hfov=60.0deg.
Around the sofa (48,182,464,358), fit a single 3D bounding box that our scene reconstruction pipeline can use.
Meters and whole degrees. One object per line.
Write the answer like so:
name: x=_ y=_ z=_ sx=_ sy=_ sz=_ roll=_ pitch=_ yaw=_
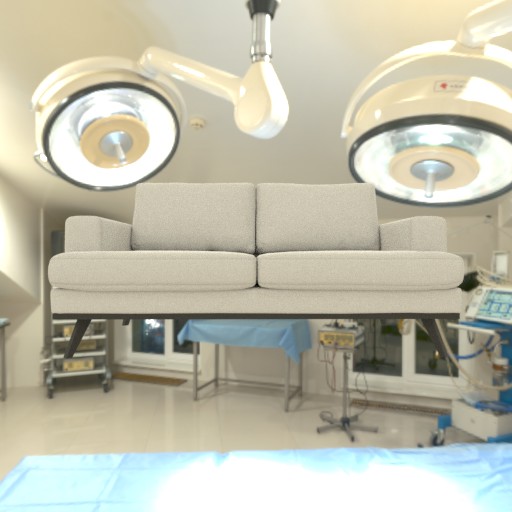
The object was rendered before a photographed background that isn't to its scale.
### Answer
sofa: x=0.000 y=0.000 z=2.183 sx=1.650 sy=0.810 sz=0.920 roll=0 pitch=0 yaw=-1
